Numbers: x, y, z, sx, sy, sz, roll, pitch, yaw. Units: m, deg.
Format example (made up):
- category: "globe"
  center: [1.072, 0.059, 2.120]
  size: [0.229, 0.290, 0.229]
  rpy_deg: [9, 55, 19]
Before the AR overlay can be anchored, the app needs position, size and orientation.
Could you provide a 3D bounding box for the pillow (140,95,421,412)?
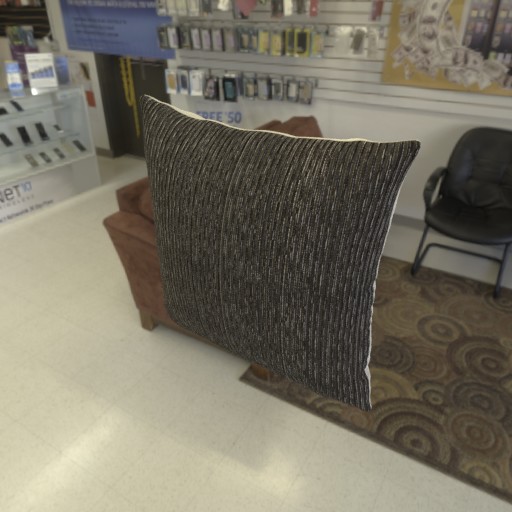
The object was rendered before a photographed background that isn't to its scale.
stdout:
- category: "pillow"
  center: [0.000, 0.000, 0.690]
  size: [0.433, 0.434, 0.196]
  rpy_deg: [19, 36, 28]
